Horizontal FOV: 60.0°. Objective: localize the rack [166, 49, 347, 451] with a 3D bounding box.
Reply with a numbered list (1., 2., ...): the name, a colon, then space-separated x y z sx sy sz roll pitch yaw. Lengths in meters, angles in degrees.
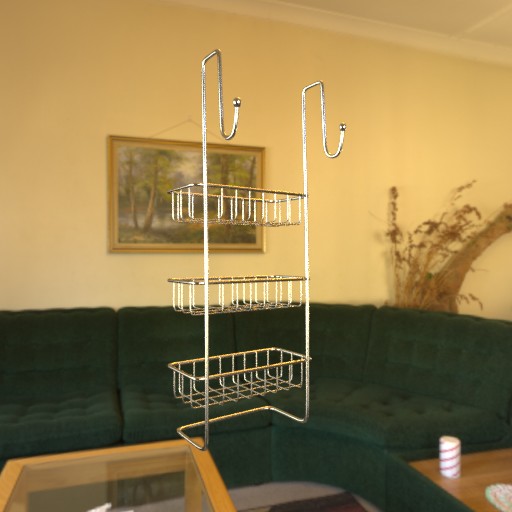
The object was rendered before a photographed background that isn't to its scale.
1. rack: 0.000 0.000 0.705 0.228 0.574 0.202 0 0 -35
